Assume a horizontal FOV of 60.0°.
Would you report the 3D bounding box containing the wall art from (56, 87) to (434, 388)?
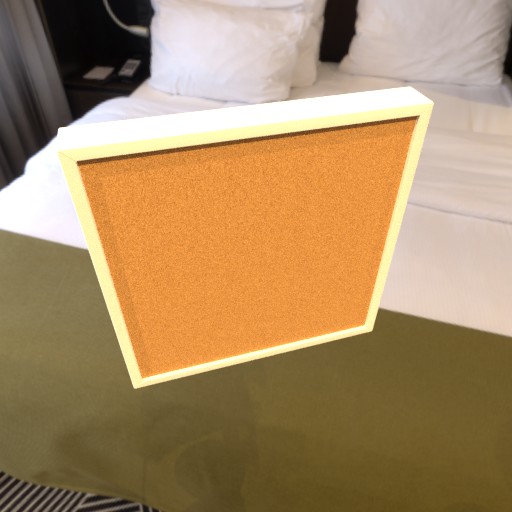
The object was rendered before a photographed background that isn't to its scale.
[{"bbox_3d":[0.000,0.000,0.458,0.305,0.305,0.038,-11,43,-12],"label":"wall art"}]
